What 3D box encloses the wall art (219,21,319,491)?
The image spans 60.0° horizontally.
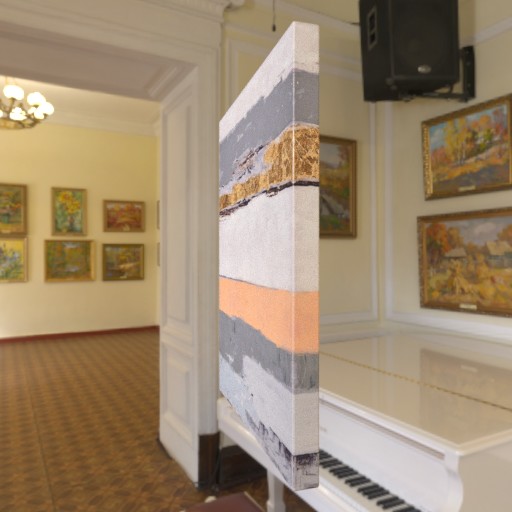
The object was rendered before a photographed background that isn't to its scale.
[{"bbox_3d":[0.000,0.000,0.795,0.038,0.609,0.456,0,0,-17],"label":"wall art"}]
